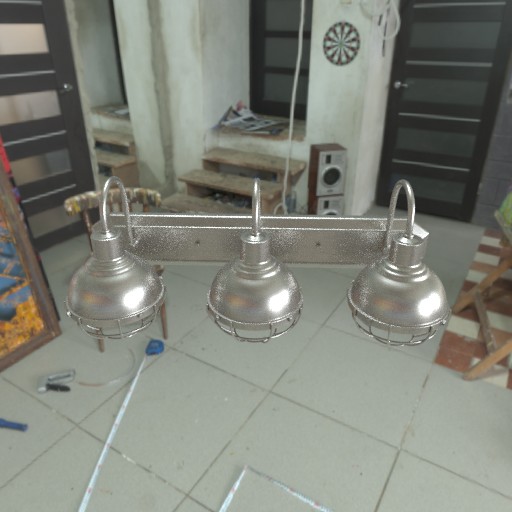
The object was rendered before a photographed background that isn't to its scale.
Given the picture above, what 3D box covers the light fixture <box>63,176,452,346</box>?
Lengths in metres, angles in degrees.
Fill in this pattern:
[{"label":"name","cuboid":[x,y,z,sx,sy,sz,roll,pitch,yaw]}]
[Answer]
[{"label":"light fixture","cuboid":[0.000,0.000,0.745,0.634,0.254,0.229,1,28,2]}]
